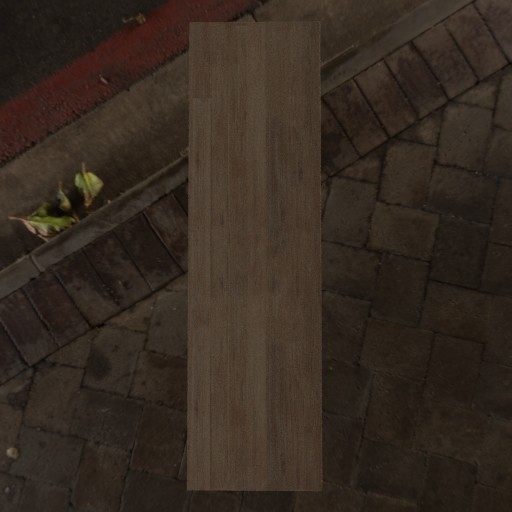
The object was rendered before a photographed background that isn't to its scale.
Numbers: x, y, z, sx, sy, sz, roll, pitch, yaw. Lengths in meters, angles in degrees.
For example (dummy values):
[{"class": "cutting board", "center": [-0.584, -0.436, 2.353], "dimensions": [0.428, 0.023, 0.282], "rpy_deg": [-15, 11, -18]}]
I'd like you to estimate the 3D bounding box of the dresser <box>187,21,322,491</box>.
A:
[{"class": "dresser", "center": [0.000, 0.000, 1.908], "dimensions": [0.455, 0.788, 1.602], "rpy_deg": [0, 88, 1]}]
